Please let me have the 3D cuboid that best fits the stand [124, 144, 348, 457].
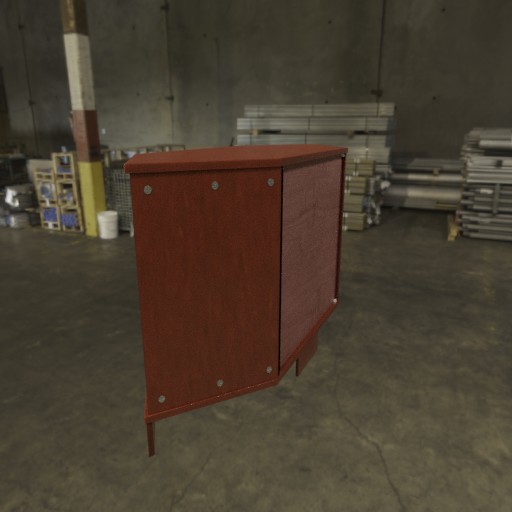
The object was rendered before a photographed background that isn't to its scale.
[{"bbox_3d":[0.000,0.000,1.321,0.381,0.614,1.072,7,18,24],"label":"stand"}]
